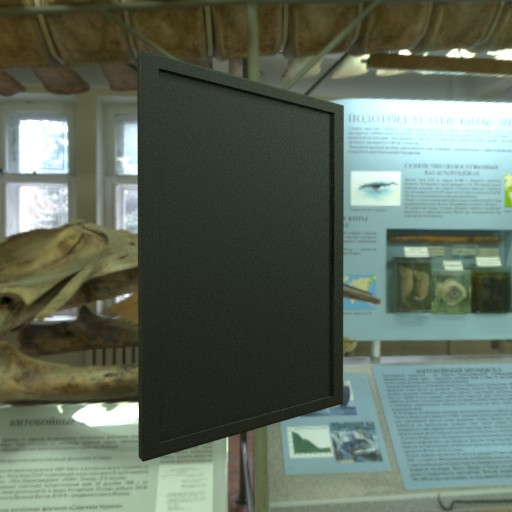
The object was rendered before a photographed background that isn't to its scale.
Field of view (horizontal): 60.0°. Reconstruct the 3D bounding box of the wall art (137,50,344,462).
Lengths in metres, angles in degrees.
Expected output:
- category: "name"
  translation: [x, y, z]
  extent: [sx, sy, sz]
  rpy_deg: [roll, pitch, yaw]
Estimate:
- category: "wall art"
  translation: [0.000, 0.000, 0.558]
  extent: [0.303, 0.431, 0.013]
  rpy_deg: [-1, 1, -36]
